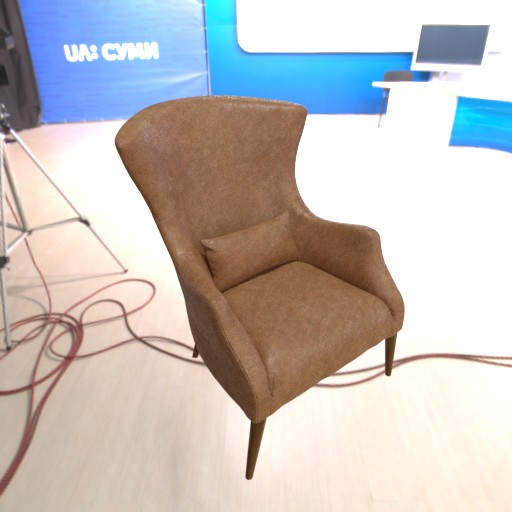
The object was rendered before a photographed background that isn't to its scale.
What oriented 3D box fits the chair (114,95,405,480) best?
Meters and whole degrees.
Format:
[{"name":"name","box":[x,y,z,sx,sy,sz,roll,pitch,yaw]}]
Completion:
[{"name":"chair","box":[0.000,0.000,1.755,0.846,1.067,0.955,-21,36,-32]}]
